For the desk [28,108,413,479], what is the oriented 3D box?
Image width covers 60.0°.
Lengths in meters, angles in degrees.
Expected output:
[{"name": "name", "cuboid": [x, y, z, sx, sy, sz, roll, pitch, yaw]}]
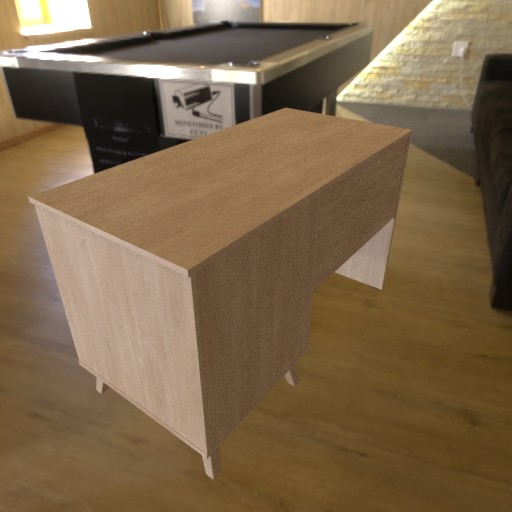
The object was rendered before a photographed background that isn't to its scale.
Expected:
[{"name": "desk", "cuboid": [0.000, 0.000, 1.670, 0.600, 0.770, 1.251, 22, 38, 31]}]
